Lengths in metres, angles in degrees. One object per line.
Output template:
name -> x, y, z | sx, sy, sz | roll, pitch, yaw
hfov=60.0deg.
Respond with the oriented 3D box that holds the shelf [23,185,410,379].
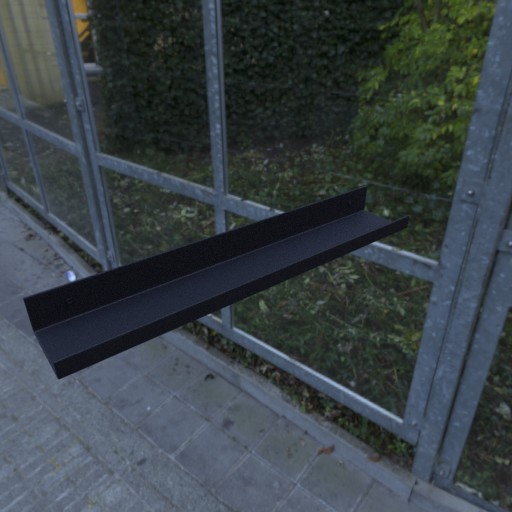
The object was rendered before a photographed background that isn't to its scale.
shelf -> 0.000, 0.000, 0.653 | 0.605, 0.053, 0.102 | -21, 35, -32
